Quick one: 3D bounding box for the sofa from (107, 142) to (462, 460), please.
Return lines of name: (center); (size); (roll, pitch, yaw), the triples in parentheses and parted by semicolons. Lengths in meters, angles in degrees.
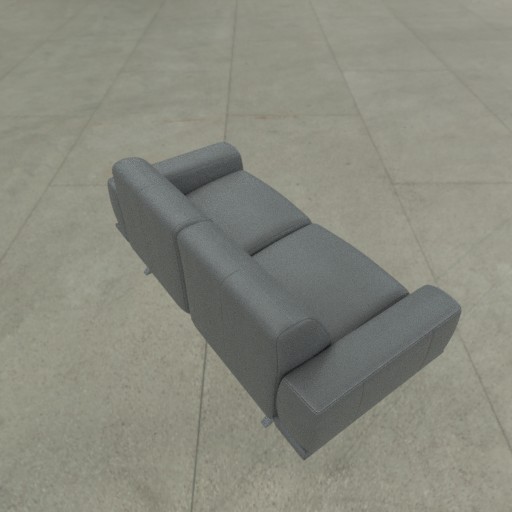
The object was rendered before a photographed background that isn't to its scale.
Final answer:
sofa: (0.000, 0.000, 2.382); (0.900, 0.772, 1.901); (-26, 48, -26)
